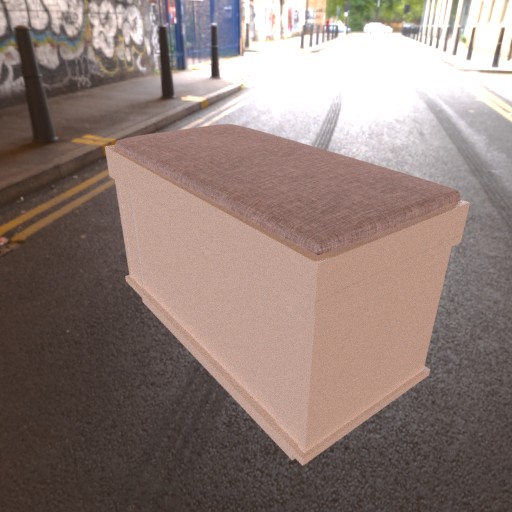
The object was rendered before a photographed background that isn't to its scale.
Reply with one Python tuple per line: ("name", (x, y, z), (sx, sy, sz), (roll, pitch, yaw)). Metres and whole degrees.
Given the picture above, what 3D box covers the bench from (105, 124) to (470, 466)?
("bench", (0.000, 0.000, 1.000), (0.362, 0.461, 0.734), (-19, 34, -32))
